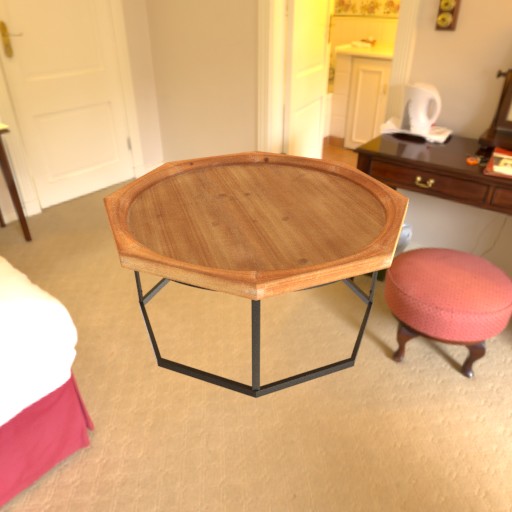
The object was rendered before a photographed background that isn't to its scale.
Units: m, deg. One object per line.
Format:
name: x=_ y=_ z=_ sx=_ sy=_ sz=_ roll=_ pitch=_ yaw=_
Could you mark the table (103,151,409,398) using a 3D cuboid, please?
table: x=0.000 y=0.000 z=1.564 sx=1.002 sy=0.444 sz=1.002 roll=0 pitch=31 yaw=0
